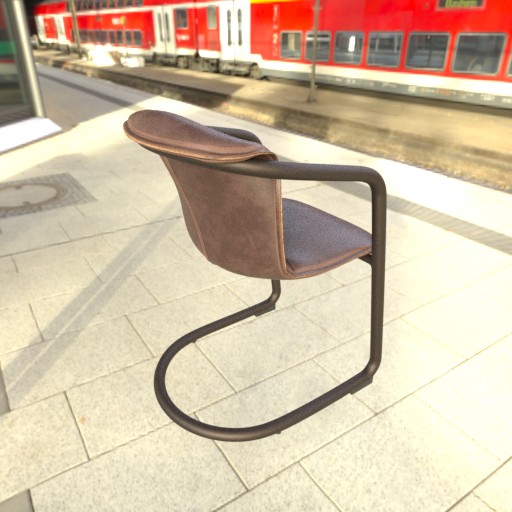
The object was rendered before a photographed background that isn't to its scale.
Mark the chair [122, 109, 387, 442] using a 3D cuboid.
[{"bbox_3d":[0.000,0.000,1.262,0.664,0.836,0.536,-18,33,-31],"label":"chair"}]
